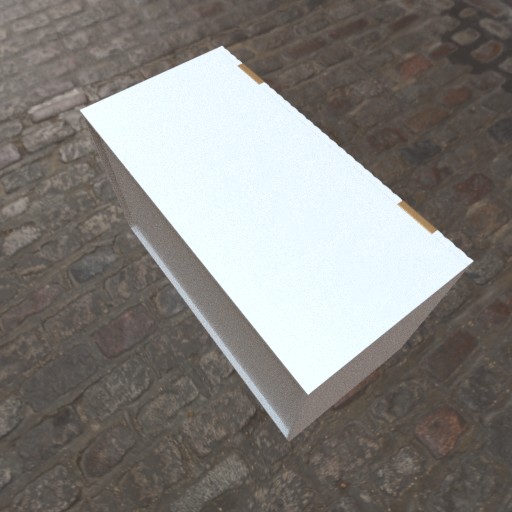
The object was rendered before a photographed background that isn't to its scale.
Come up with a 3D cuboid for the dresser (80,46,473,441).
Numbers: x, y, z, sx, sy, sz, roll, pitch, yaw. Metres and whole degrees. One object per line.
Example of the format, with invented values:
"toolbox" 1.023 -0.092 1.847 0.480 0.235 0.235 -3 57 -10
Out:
"dresser" 0.000 0.000 1.339 0.457 0.721 0.905 -33 64 -18
